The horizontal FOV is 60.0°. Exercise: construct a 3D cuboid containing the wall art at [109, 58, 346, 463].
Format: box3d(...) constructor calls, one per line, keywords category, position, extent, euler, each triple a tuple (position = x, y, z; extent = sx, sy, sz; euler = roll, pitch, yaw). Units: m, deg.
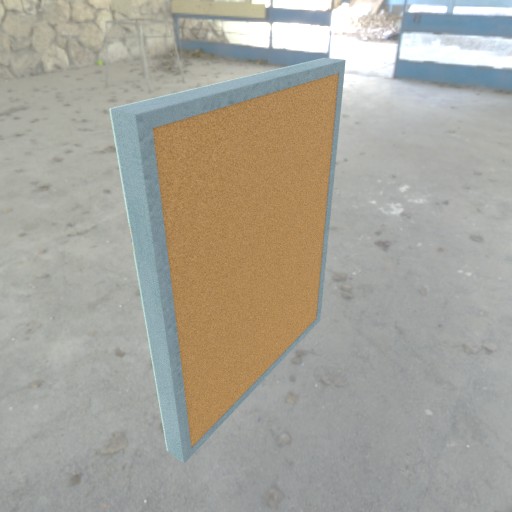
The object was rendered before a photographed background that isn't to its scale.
box3d(category="wall art", position=(0.000, 0.000, 0.674), extent=(0.037, 0.509, 0.409), euler=(21, 37, 30))
